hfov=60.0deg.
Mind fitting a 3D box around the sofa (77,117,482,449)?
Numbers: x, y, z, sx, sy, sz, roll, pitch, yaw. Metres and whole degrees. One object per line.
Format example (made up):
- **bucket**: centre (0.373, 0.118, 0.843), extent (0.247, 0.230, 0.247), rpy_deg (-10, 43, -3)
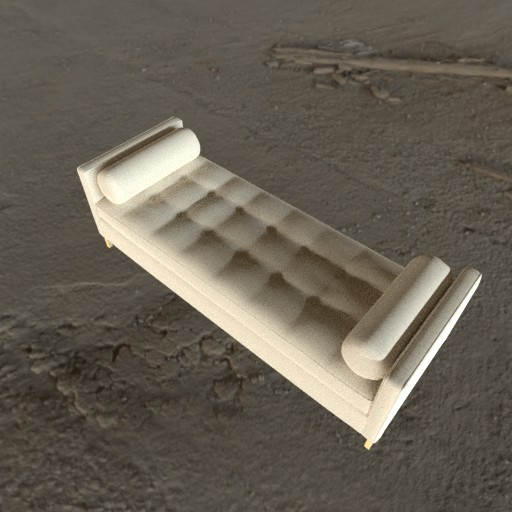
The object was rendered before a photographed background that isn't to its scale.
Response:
- **sofa**: centre (0.000, 0.000, 2.379), extent (1.985, 0.641, 0.746), rpy_deg (33, 55, 26)
